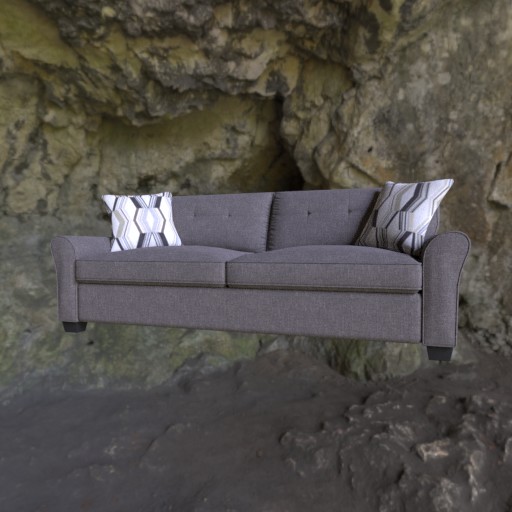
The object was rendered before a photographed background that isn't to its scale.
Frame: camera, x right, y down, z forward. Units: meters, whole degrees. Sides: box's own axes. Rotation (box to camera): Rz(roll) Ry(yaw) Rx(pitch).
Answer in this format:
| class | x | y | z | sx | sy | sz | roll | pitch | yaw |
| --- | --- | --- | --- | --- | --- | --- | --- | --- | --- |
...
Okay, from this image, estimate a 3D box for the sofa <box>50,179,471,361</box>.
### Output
| class | x | y | z | sx | sy | sz | roll | pitch | yaw |
| --- | --- | --- | --- | --- | --- | --- | --- | --- | --- |
| sofa | 0.000 | 0.000 | 2.425 | 2.032 | 0.813 | 0.889 | 0 | 1 | 19 |
